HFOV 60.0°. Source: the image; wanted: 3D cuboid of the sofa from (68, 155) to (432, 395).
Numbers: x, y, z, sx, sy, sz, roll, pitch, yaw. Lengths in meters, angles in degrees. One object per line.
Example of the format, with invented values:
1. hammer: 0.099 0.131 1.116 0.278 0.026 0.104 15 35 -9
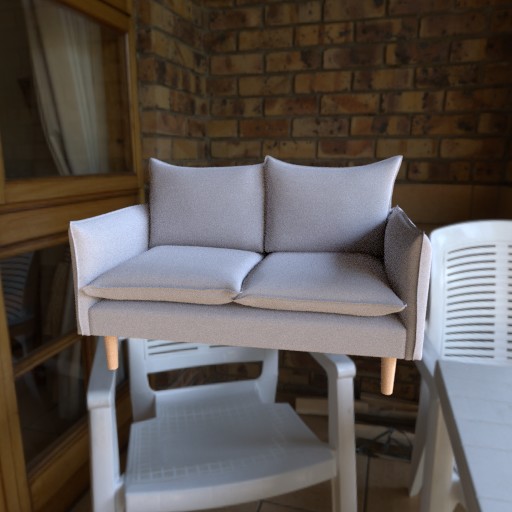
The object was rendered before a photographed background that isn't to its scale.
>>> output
1. sofa: 0.000 0.000 1.897 1.300 0.840 0.820 2 13 10
